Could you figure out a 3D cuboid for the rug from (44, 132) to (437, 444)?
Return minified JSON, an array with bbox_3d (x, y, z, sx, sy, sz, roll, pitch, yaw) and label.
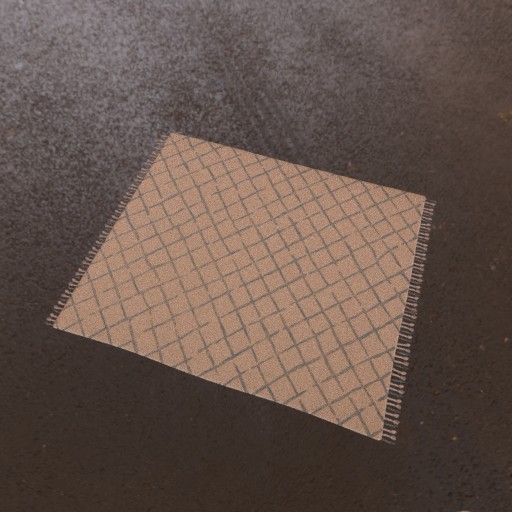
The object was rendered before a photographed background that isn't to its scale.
[{"bbox_3d":[0.000,0.000,4.886,3.585,0.036,2.892,16,60,10],"label":"rug"}]
